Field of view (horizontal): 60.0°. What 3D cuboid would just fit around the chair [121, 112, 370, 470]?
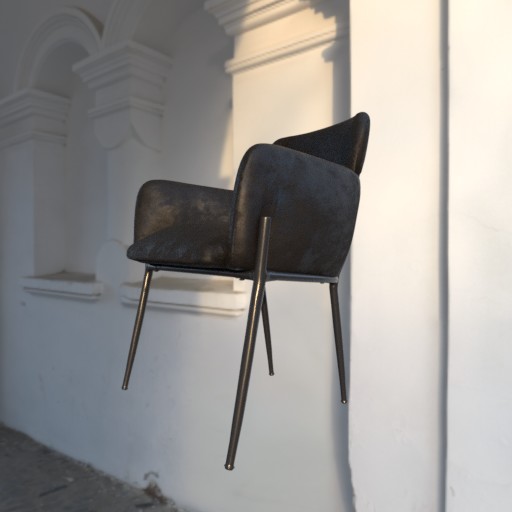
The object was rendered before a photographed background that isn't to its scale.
[{"bbox_3d":[0.000,0.000,1.260,0.604,0.818,0.640,-1,1,-35],"label":"chair"}]
